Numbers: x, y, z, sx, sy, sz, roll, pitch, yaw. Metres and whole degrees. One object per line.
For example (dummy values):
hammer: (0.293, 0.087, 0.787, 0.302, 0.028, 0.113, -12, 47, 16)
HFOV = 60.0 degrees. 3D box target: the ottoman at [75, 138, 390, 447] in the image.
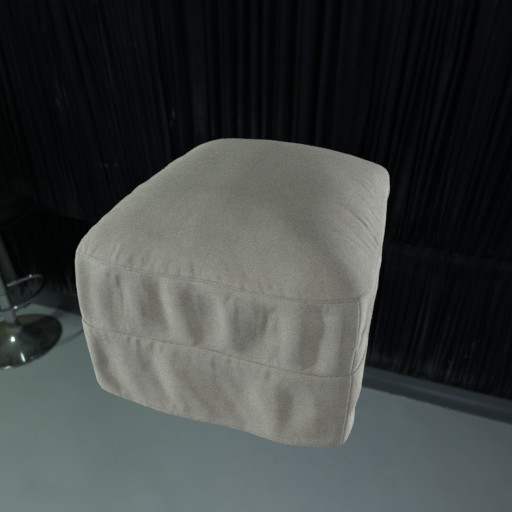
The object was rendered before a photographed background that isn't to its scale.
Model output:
ottoman: (0.000, 0.000, 1.090, 0.584, 0.480, 0.712, 9, 32, 14)
